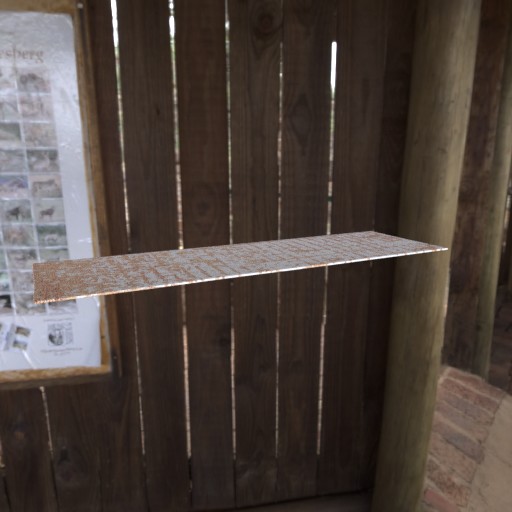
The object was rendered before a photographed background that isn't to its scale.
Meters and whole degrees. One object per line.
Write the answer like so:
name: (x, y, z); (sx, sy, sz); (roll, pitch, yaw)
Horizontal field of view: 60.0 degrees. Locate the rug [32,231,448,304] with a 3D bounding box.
rug: (0.000, 0.000, 2.693); (2.435, 0.011, 0.750); (-6, 14, -26)
